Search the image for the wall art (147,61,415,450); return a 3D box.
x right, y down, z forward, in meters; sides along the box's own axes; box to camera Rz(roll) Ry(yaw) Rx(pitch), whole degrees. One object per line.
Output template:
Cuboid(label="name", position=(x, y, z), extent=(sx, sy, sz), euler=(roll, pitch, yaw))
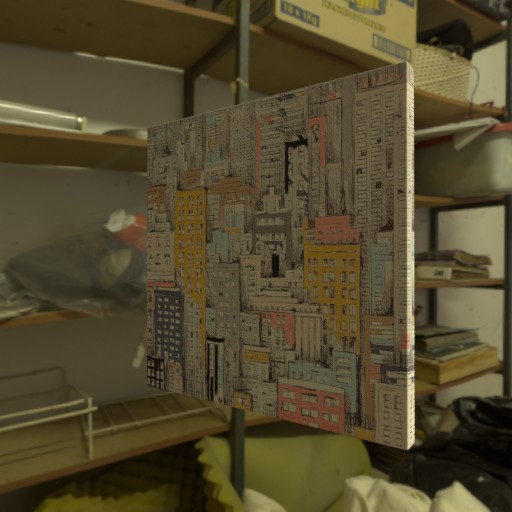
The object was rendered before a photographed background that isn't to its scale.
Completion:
Cuboid(label="wall art", position=(0.000, 0.000, 0.880), extent=(0.607, 0.608, 0.038), euler=(0, 0, 36))
